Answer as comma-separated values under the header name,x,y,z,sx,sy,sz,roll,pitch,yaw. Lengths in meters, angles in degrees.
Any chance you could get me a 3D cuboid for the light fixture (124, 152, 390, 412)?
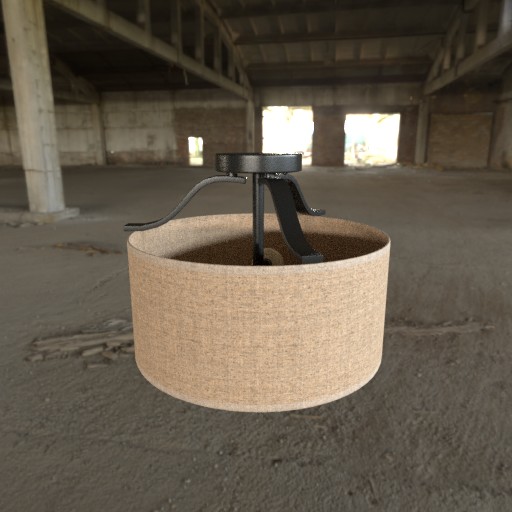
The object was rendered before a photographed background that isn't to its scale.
name,x,y,z,sx,sy,sz,roll,pitch,yaw
light fixture,0.000,0.000,0.678,0.390,0.306,0.390,0,14,0
